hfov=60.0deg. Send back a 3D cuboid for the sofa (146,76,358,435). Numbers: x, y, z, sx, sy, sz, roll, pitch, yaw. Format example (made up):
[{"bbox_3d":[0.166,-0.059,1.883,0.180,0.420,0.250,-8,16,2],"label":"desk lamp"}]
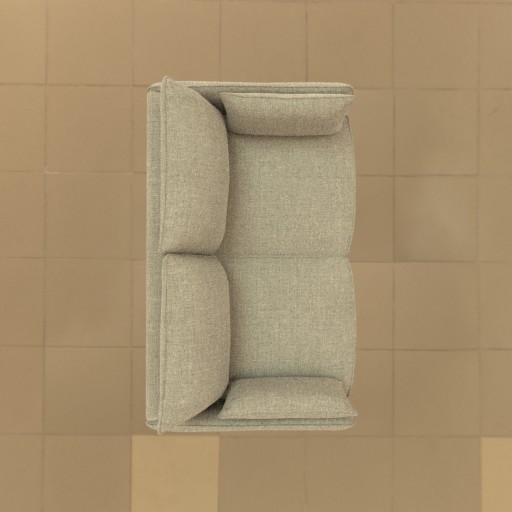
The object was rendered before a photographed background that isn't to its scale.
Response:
[{"bbox_3d":[0.000,0.000,2.114,0.972,0.851,1.580,0,89,0],"label":"sofa"}]
